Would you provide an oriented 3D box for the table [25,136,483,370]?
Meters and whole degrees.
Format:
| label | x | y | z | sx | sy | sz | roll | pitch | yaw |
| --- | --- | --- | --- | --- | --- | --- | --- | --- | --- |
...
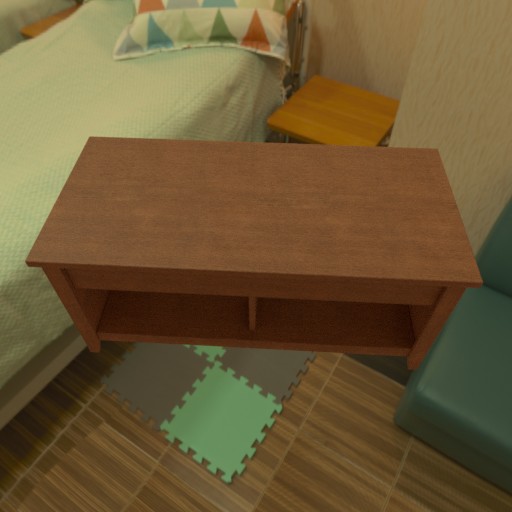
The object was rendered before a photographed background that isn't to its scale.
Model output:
| label | x | y | z | sx | sy | sz | roll | pitch | yaw |
| --- | --- | --- | --- | --- | --- | --- | --- | --- | --- |
| table | 0.000 | 0.000 | 1.309 | 1.016 | 0.457 | 0.483 | 3 | 50 | 2 |
